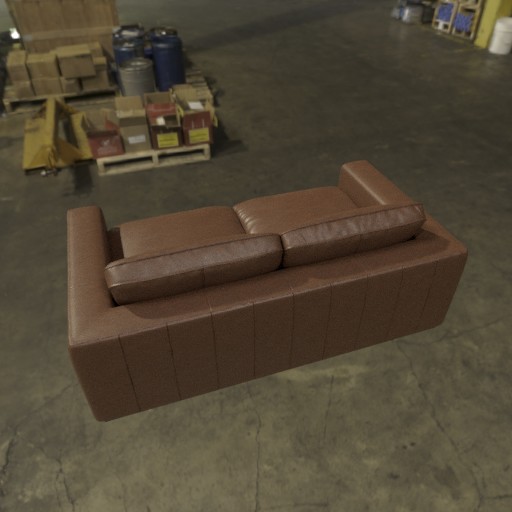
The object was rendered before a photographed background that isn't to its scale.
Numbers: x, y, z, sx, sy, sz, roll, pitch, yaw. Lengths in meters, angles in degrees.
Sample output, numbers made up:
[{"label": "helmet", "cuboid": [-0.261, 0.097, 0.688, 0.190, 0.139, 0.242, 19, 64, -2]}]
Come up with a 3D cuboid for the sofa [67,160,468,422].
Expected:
[{"label": "sofa", "cuboid": [0.000, 0.000, 2.450, 1.920, 0.800, 1.070, -12, 41, -14]}]
